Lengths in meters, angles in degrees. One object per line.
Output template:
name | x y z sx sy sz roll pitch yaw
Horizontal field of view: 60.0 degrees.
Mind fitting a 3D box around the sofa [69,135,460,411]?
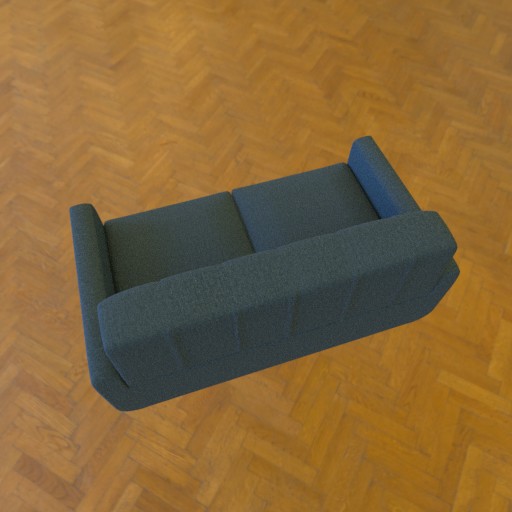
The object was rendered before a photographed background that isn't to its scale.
sofa | 0.000 0.000 2.207 1.651 0.896 0.942 -15 59 -10
